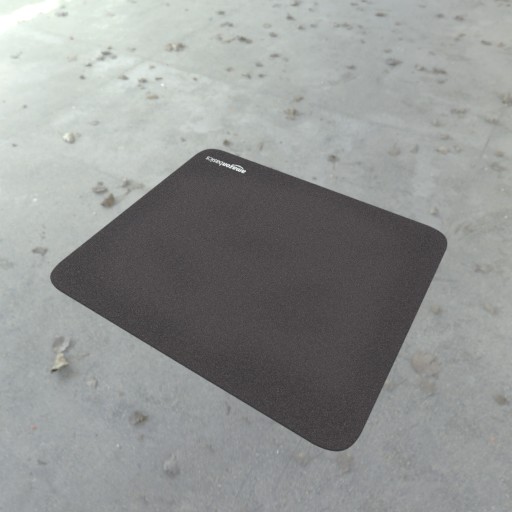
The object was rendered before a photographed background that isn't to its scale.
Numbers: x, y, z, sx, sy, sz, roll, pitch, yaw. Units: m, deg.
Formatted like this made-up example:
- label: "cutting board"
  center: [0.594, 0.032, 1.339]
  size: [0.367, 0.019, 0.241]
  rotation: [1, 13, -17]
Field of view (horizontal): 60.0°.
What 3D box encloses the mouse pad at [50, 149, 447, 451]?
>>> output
- label: "mouse pad"
  center: [0.000, 0.000, 0.347]
  size: [0.249, 0.002, 0.211]
  rotation: [24, 51, 21]
